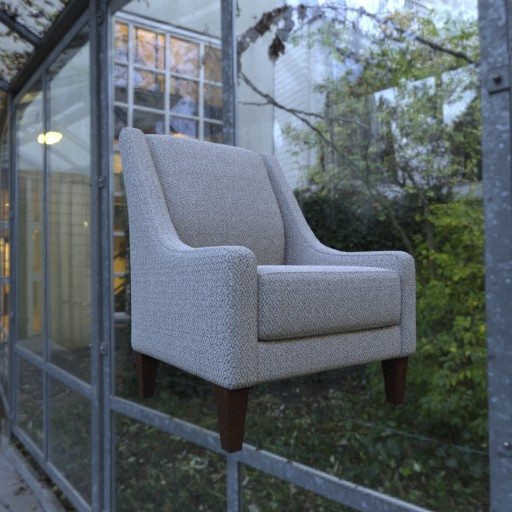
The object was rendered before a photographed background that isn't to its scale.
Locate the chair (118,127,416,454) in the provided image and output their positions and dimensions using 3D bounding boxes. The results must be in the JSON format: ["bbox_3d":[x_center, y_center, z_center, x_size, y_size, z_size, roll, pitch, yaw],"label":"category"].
[{"bbox_3d":[0.000,0.000,1.628,0.774,1.014,0.870,1,-2,-36],"label":"chair"}]
